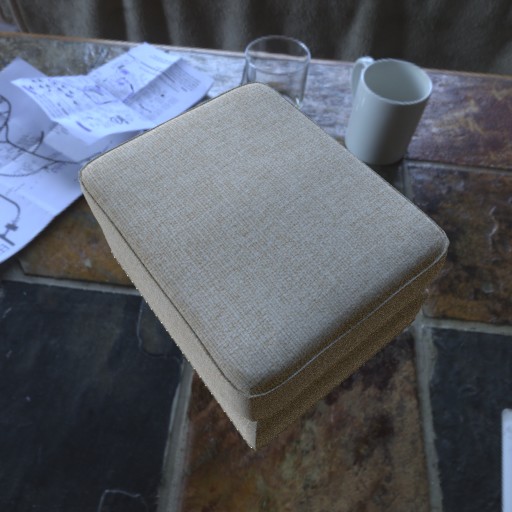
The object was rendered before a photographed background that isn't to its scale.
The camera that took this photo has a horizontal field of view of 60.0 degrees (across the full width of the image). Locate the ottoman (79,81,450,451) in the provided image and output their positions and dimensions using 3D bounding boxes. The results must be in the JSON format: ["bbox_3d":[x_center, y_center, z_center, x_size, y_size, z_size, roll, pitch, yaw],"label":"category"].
[{"bbox_3d":[0.000,0.000,1.173,0.589,0.537,0.738,-33,64,-19],"label":"ottoman"}]
